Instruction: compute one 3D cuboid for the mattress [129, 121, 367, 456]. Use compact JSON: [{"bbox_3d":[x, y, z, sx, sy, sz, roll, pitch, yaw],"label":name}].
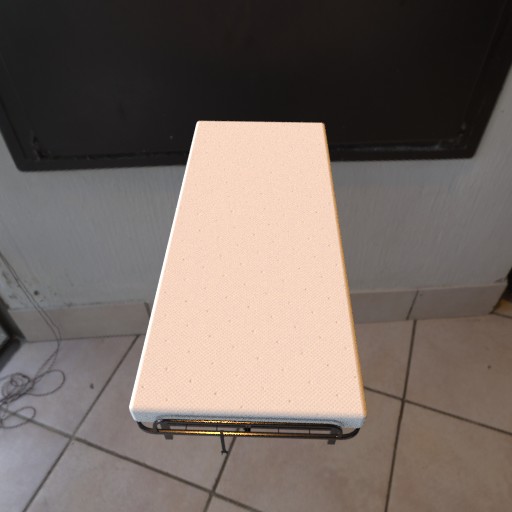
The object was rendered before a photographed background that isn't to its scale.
[{"bbox_3d":[0.000,0.000,2.522,0.922,0.519,2.153,1,46,1],"label":"mattress"}]
